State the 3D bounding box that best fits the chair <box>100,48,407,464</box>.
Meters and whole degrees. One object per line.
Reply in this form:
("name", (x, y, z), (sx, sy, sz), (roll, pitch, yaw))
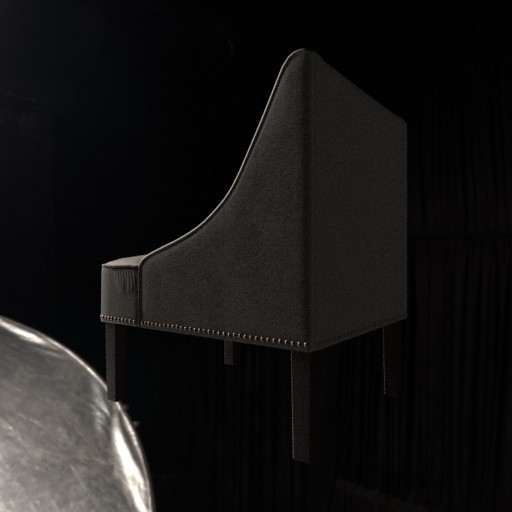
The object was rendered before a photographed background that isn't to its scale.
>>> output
("chair", (0.000, 0.000, 1.371), (0.747, 0.867, 0.631), (0, 0, 36))
